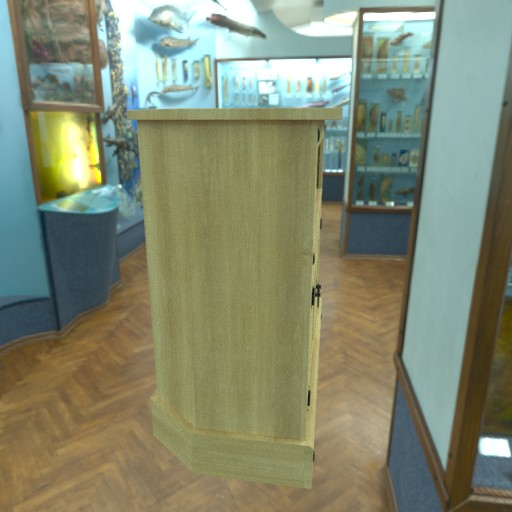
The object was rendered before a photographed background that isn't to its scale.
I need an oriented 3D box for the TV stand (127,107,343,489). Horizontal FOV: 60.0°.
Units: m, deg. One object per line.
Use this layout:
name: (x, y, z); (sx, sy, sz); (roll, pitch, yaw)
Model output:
TV stand: (0.000, 0.000, 1.267); (0.425, 0.781, 0.851); (3, 17, 9)
